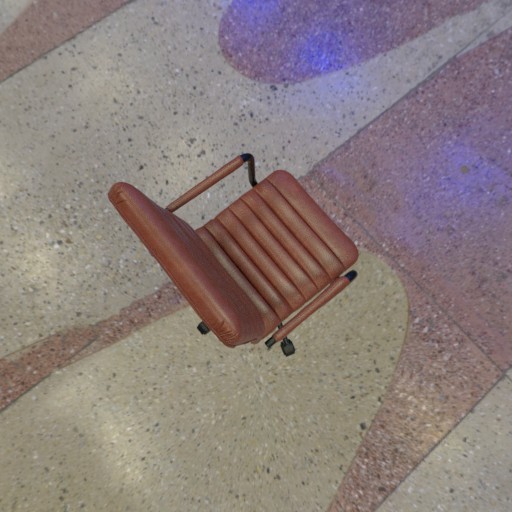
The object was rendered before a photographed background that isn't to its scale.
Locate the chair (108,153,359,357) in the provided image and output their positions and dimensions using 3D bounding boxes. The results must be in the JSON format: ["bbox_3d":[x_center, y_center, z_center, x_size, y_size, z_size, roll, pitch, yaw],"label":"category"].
[{"bbox_3d":[0.000,0.000,1.350,0.580,0.979,0.608,-38,78,-9],"label":"chair"}]
